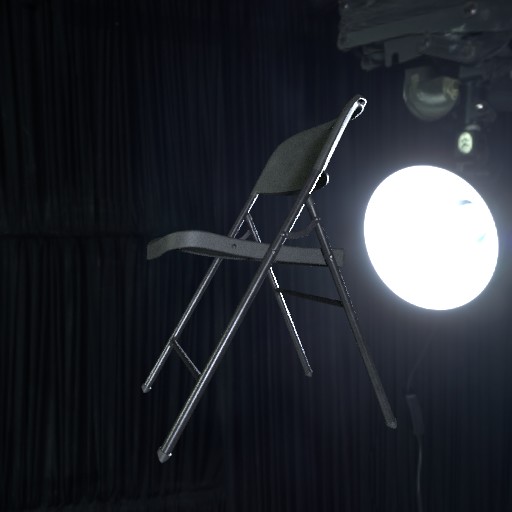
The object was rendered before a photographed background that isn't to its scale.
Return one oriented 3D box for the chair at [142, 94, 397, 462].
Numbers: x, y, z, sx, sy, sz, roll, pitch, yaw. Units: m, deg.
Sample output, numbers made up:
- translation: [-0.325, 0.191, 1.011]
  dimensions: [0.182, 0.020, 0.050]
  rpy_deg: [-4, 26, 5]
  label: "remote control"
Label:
- translation: [0.000, 0.000, 1.188]
  dimensions: [0.566, 0.810, 0.494]
  rpy_deg: [0, 0, -18]
  label: "chair"
